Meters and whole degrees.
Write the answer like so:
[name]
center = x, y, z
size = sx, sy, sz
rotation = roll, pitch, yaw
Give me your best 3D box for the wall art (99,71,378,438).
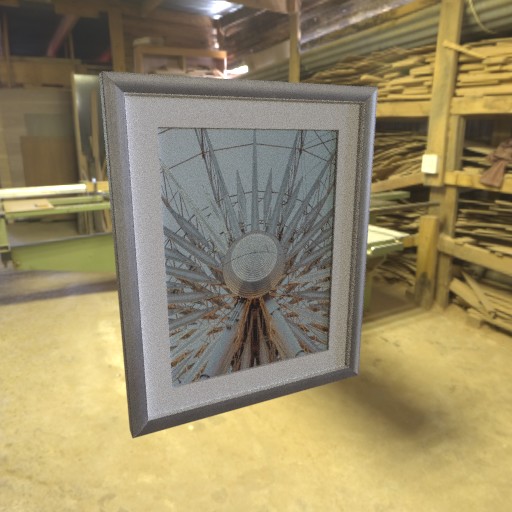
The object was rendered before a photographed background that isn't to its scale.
[wall art]
center = 0.000, 0.000, 0.756
size = 0.458, 0.558, 0.029
rotation = -7, 17, -25
